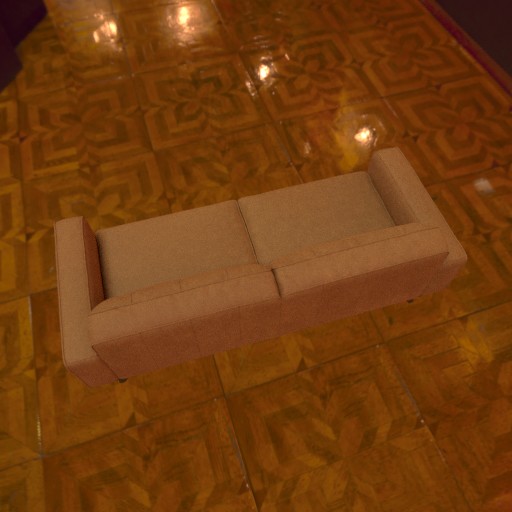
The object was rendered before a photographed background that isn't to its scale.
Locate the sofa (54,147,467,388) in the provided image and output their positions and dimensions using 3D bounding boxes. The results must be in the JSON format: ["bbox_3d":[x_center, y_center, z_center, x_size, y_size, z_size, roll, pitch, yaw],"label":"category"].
[{"bbox_3d":[0.000,0.000,2.717,2.270,0.780,0.953,-14,59,-8],"label":"sofa"}]
